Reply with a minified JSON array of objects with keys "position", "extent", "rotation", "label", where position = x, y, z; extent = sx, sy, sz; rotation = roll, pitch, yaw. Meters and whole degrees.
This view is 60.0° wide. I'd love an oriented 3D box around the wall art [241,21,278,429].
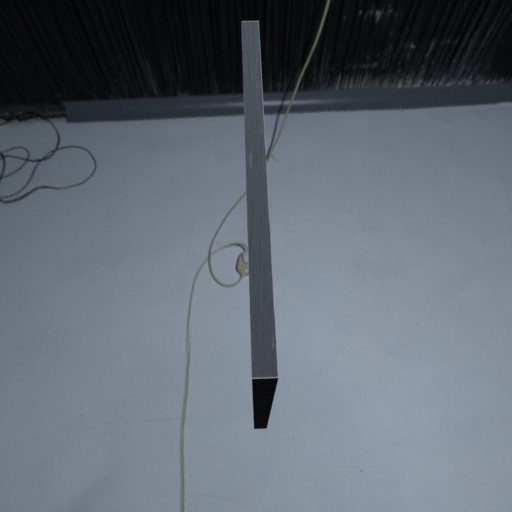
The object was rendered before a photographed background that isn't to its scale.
[{"position":[0.000,0.000,1.133],"extent":[0.037,0.761,0.761],"rotation":[-2,64,-1],"label":"wall art"}]
